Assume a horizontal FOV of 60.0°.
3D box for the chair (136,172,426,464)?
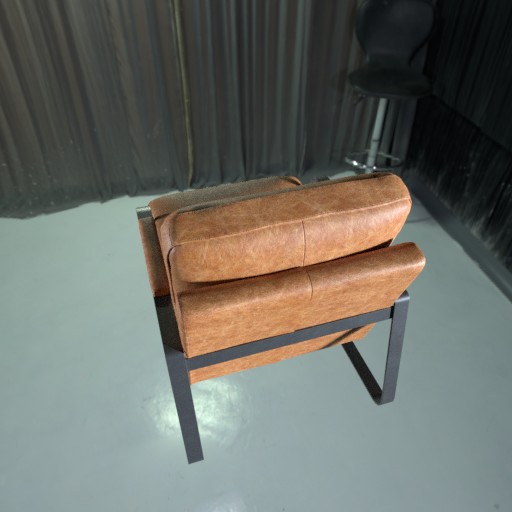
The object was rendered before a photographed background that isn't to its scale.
[{"bbox_3d":[0.000,0.000,1.363,0.651,0.777,0.801,-12,43,-13],"label":"chair"}]
